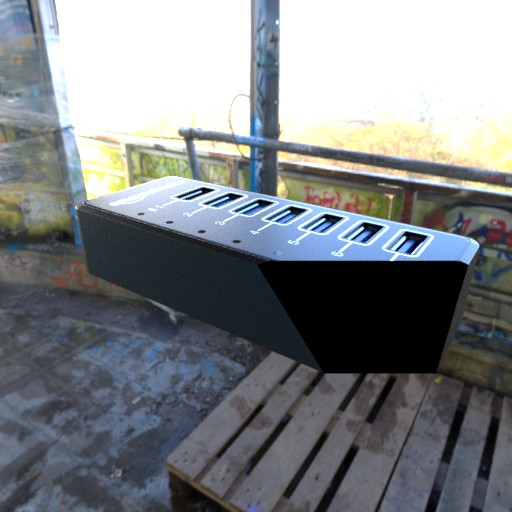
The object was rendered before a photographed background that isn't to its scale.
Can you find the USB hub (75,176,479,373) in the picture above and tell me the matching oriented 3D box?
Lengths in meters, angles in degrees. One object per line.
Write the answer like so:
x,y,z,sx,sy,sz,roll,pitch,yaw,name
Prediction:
0.000,0.000,0.129,0.110,0.023,0.044,17,30,31,USB hub
